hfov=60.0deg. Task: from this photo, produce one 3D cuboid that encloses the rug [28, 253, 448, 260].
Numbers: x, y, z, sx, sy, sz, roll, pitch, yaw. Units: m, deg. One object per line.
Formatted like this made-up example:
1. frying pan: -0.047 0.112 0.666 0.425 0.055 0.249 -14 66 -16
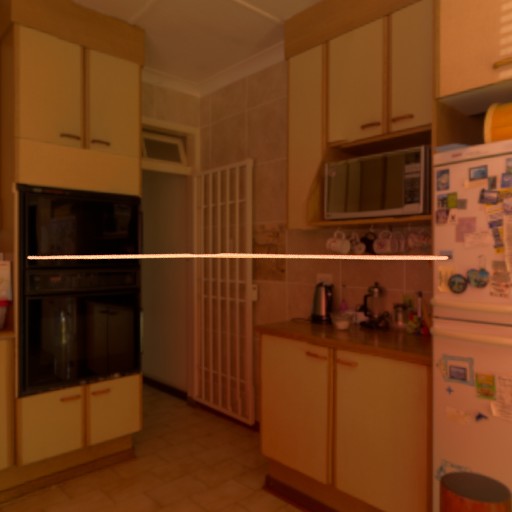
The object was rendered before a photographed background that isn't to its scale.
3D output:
1. rug: 0.000 0.000 4.322 3.202 0.045 2.434 0 0 17
